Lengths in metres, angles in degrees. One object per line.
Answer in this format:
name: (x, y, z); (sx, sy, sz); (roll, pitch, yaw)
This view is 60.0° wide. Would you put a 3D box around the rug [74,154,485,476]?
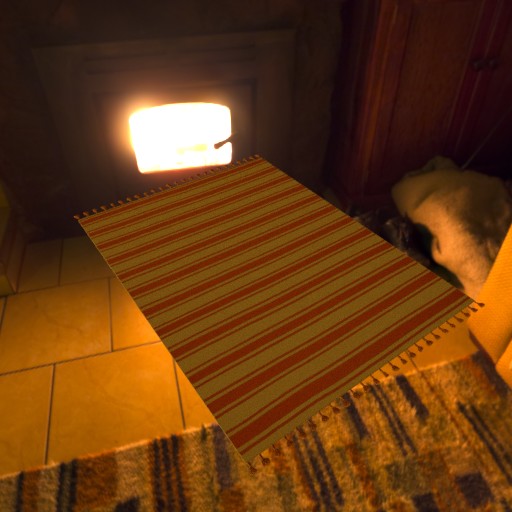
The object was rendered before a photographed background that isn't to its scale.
rug: (0.000, 0.000, 4.290); (2.451, 0.035, 3.369); (-25, 46, -26)
